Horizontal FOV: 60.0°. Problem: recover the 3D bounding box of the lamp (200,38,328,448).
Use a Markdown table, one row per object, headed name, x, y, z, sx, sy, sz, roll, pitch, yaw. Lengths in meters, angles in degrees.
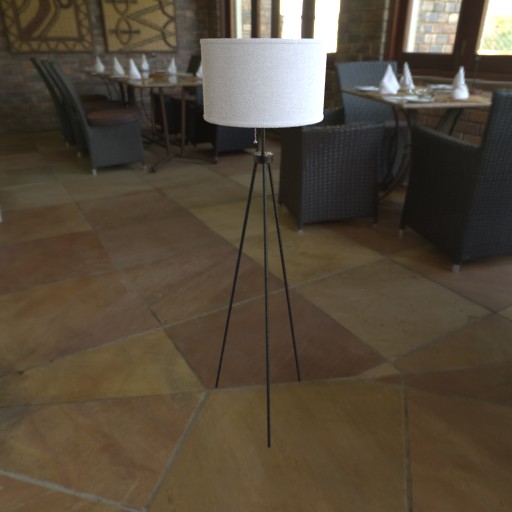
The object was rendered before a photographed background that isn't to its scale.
| name | x | y | z | sx | sy | sz | roll | pitch | yaw |
| --- | --- | --- | --- | --- | --- | --- | --- | --- | --- |
| lamp | 0.000 | 0.000 | 1.758 | 0.458 | 1.545 | 0.448 | 8 | 27 | 16 |
